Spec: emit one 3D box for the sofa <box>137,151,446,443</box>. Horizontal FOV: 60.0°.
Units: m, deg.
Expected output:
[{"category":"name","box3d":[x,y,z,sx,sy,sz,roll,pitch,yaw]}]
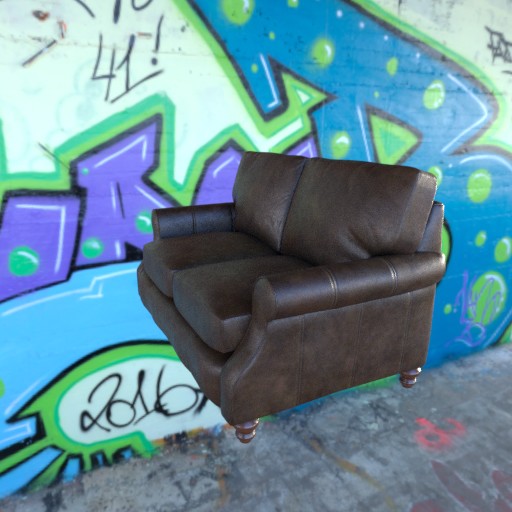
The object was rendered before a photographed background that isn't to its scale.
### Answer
[{"category":"sofa","box3d":[0.000,0.000,2.248,0.990,0.976,1.616,-8,18,-26]}]
